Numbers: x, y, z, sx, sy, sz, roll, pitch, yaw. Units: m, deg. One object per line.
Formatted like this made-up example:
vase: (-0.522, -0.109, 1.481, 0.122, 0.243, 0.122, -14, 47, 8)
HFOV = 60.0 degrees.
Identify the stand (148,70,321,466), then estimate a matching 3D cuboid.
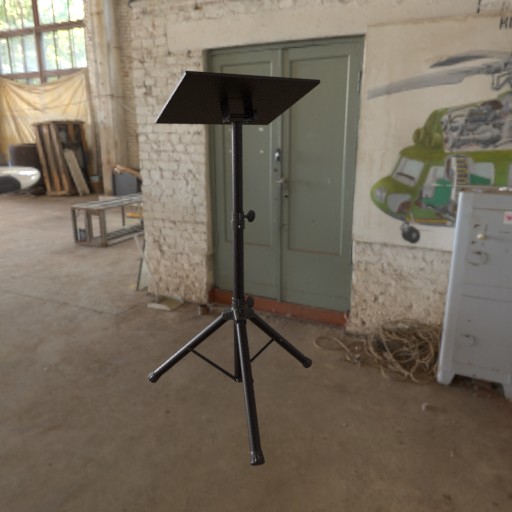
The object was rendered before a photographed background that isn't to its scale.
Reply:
stand: (0.000, 0.000, 1.617, 0.702, 1.198, 0.702, -8, 17, -26)
